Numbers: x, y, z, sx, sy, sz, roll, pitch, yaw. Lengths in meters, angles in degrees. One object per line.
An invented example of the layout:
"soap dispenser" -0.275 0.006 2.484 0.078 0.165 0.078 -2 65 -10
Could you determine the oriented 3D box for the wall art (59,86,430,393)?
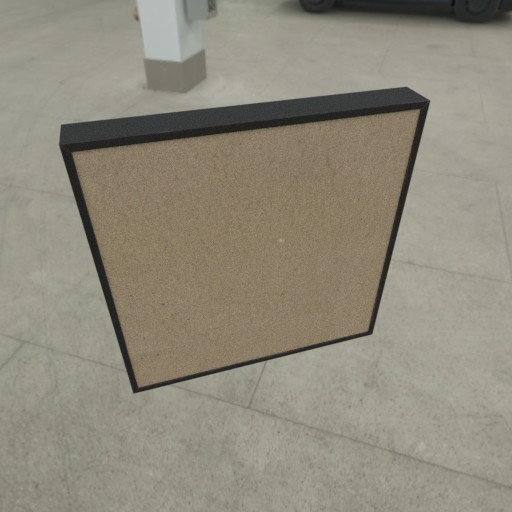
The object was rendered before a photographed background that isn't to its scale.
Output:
"wall art" 0.000 0.000 0.460 0.305 0.305 0.038 -11 40 -13
